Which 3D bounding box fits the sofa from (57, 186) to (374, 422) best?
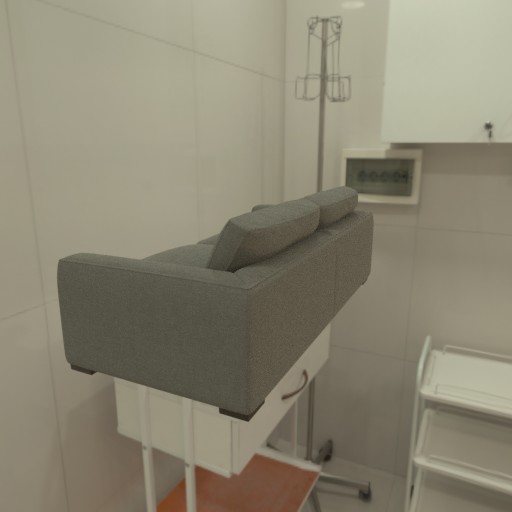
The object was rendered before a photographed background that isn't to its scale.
[{"bbox_3d":[0.000,0.000,2.873,1.070,0.801,2.262,7,15,25],"label":"sofa"}]
